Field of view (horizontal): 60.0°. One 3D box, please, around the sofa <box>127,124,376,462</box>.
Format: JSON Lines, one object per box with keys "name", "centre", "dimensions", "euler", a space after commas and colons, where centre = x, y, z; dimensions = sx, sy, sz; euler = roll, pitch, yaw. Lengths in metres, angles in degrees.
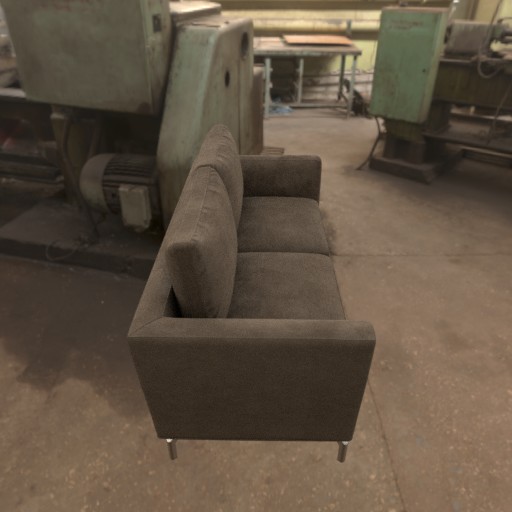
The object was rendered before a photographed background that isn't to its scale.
{"name": "sofa", "centre": [0.000, 0.000, 2.371], "dimensions": [0.855, 1.013, 1.832], "euler": [0, 32, 1]}
